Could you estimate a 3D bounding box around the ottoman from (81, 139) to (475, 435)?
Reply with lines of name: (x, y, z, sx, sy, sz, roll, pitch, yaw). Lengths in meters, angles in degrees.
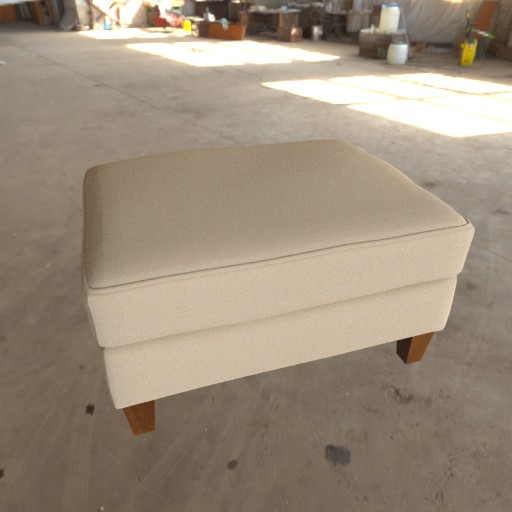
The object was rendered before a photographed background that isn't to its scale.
ottoman: (0.000, 0.000, 1.185, 0.818, 0.485, 0.634, -10, 34, -15)
